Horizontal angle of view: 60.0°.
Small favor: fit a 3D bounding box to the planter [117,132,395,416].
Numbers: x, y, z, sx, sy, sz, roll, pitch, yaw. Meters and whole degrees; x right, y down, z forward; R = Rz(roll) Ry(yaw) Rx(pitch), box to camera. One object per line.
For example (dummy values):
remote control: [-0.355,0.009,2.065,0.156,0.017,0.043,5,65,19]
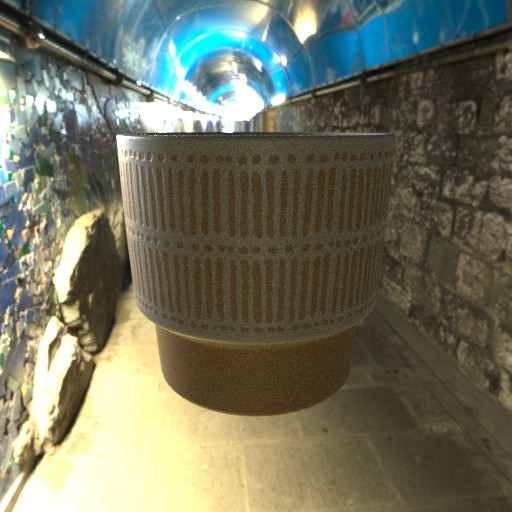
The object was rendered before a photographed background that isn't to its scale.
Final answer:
planter: [0.000,0.000,0.567,0.317,0.303,0.317,0,16,0]
